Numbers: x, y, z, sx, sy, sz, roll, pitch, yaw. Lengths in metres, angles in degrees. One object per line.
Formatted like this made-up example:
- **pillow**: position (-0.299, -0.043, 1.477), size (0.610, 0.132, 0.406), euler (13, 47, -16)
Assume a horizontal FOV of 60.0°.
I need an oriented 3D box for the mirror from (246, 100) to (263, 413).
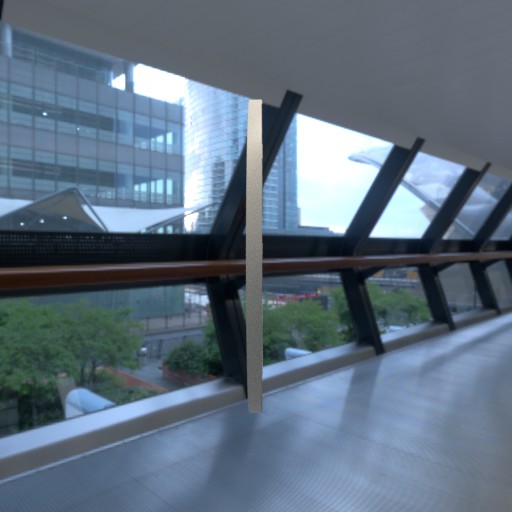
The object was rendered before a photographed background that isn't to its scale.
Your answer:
- **mirror**: position (0.000, 0.000, 1.373), size (0.038, 0.914, 0.914), euler (0, 0, 0)
